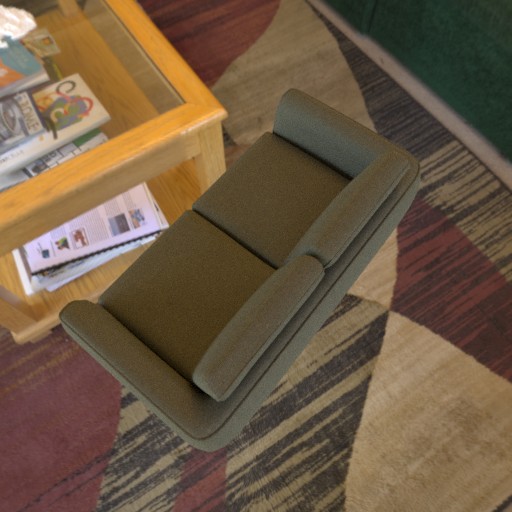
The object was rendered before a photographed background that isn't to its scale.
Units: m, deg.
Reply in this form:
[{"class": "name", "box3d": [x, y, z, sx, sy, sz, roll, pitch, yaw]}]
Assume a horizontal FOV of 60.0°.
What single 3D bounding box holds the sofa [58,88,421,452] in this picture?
[{"class": "sofa", "box3d": [0.000, 0.000, 2.212, 0.920, 0.850, 1.700, 36, 70, 15]}]
